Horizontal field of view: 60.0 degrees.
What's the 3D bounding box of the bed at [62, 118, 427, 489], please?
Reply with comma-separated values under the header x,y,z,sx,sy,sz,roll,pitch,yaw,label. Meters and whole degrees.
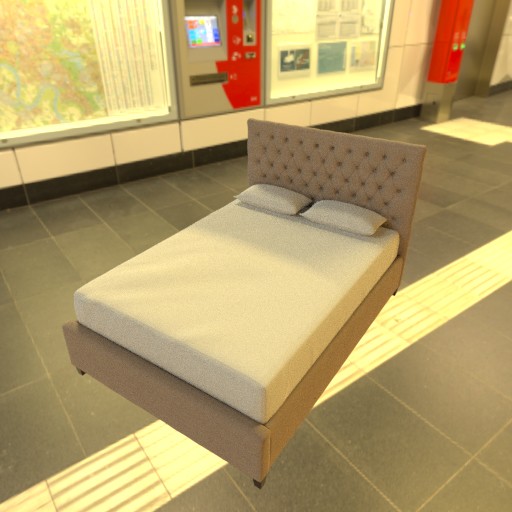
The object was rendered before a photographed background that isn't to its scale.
x,y,z,sx,sy,sz,roll,pitch,yaw,label
0.000,0.000,3.386,1.698,1.427,2.387,19,35,29,bed
